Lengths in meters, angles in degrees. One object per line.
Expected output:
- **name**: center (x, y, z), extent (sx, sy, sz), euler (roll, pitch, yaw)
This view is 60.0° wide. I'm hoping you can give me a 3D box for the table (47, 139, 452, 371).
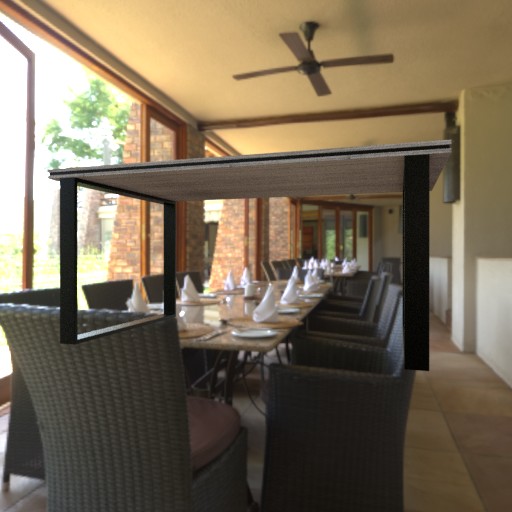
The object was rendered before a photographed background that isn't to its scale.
- **table**: center (0.000, 0.000, 2.059), extent (1.579, 0.736, 0.881), euler (0, 0, 18)
